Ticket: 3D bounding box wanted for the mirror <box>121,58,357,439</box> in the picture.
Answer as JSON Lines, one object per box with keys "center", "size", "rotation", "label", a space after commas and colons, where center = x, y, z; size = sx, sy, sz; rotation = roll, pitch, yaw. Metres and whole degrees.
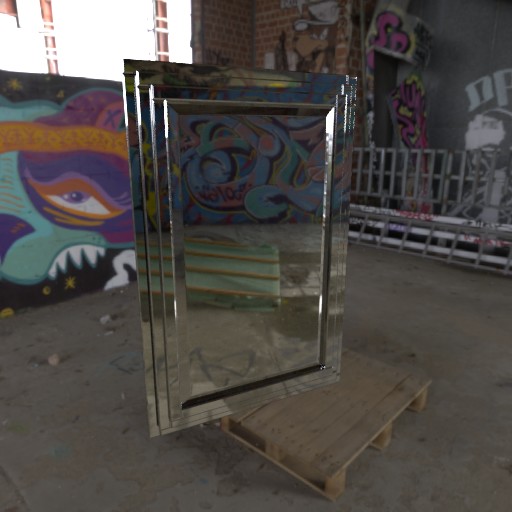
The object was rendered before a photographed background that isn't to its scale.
{"center": [0.000, 0.000, 1.157], "size": [0.613, 0.914, 0.039], "rotation": [-8, 17, -26], "label": "mirror"}
